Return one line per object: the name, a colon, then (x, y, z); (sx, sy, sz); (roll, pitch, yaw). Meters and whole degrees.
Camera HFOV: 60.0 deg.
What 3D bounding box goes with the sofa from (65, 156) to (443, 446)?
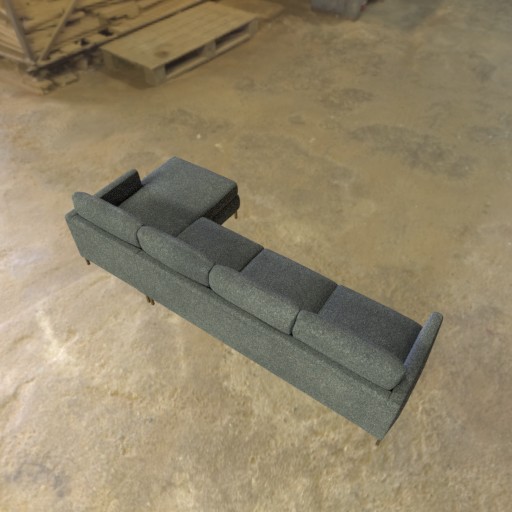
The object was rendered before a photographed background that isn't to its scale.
sofa: (0.000, 0.000, 3.560); (2.932, 0.810, 1.350); (27, 53, 23)
